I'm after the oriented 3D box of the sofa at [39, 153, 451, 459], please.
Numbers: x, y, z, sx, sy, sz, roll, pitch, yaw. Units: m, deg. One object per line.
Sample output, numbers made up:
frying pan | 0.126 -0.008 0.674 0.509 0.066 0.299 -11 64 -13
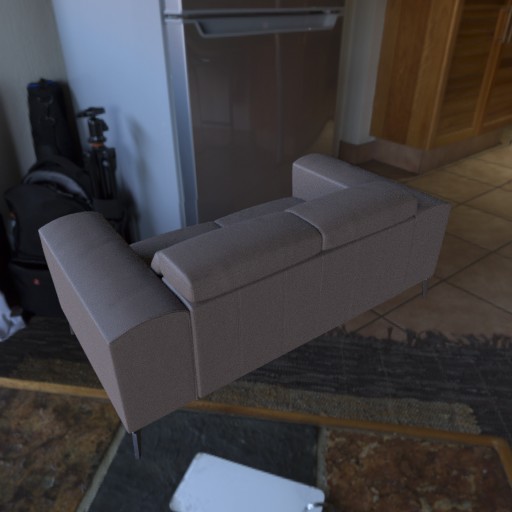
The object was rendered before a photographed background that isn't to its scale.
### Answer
sofa | 0.000 0.000 2.357 1.895 0.779 1.003 -20 37 -29
